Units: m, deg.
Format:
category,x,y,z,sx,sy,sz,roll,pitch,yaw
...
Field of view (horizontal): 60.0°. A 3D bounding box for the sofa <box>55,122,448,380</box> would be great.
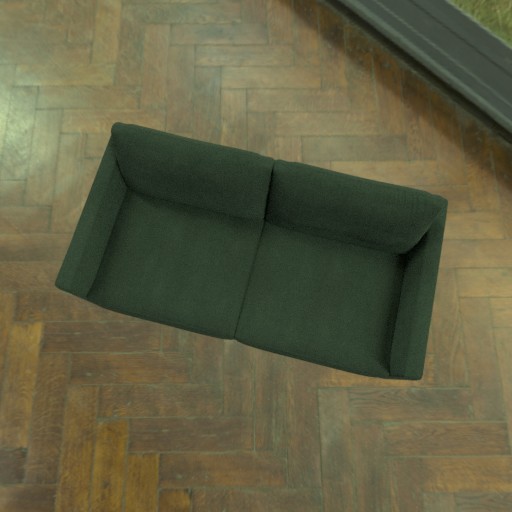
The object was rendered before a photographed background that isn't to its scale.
category,x,y,z,sx,sy,sz,roll,pitch,yaw
sofa,0.000,0.000,2.218,1.676,0.817,0.875,14,75,4
